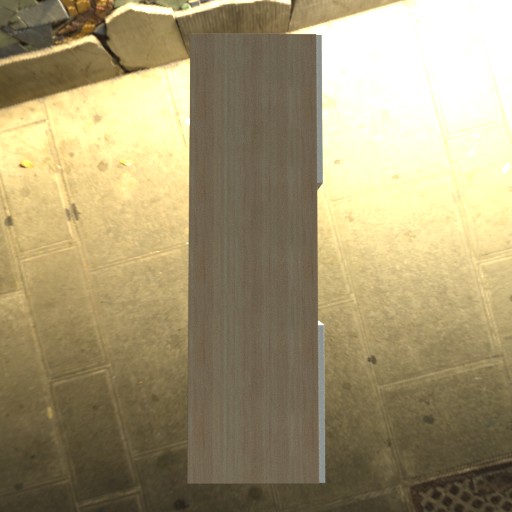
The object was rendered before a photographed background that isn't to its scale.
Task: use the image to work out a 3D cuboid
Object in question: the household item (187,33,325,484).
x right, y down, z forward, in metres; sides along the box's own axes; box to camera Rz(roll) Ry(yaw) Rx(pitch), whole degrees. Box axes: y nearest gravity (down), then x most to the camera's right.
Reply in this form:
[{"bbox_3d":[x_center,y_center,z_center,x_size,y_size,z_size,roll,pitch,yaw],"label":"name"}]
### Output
[{"bbox_3d":[0.000,0.000,1.532,0.420,0.310,1.400,0,88,0],"label":"household item"}]
